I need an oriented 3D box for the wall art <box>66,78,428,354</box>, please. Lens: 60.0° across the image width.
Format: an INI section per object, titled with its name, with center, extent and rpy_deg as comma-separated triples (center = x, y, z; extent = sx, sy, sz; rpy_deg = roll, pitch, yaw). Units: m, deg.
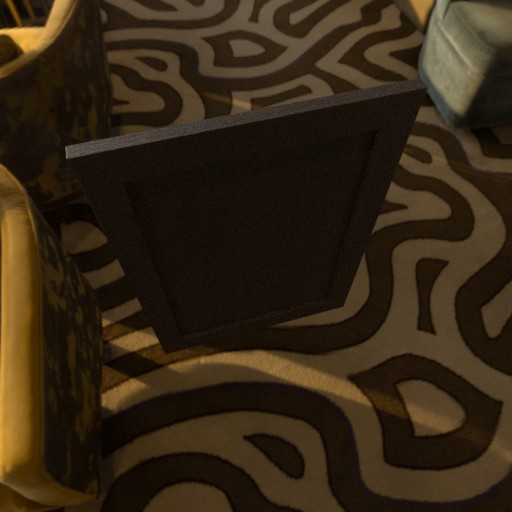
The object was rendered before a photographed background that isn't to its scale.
[wall art]
center = 0.000, 0.000, 0.646
extent = 0.359, 0.513, 0.017
rpy_deg = -14, 59, -8
